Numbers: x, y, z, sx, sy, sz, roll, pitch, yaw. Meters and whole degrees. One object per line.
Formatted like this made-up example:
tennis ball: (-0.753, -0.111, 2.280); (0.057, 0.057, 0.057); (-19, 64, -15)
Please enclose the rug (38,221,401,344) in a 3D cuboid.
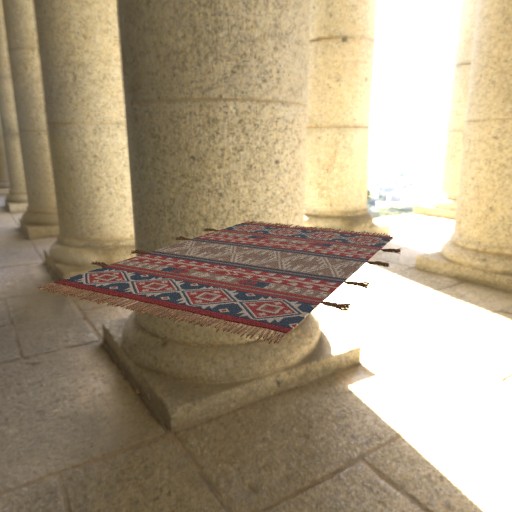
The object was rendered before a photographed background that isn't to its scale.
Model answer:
rug: (0.000, 0.000, 3.167); (1.778, 0.048, 2.450); (8, 16, 27)
